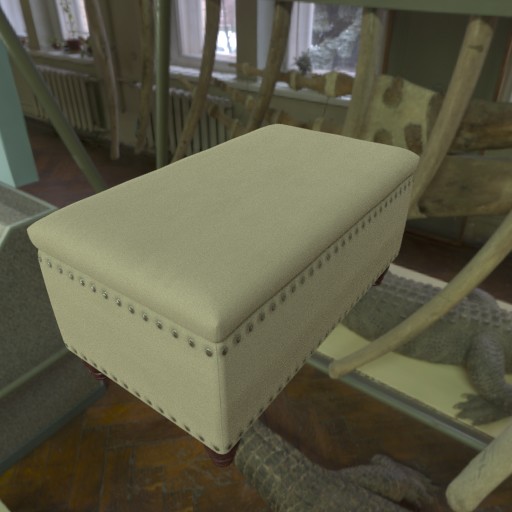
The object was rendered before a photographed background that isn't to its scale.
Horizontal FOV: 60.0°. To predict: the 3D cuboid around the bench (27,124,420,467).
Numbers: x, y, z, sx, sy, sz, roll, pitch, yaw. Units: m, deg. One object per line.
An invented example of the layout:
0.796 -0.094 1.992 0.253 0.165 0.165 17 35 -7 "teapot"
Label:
0.000 0.000 1.164 0.500 0.449 0.887 21 38 30 "bench"
